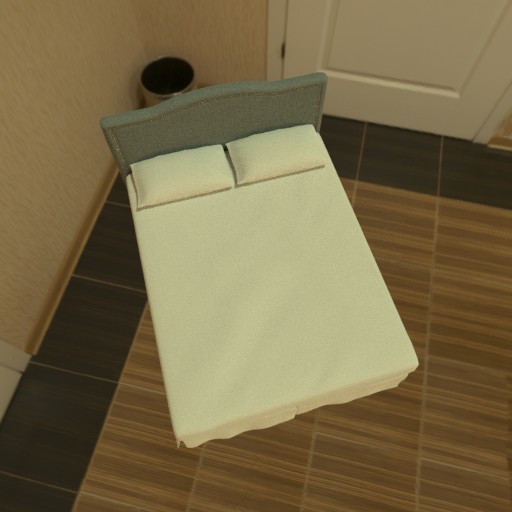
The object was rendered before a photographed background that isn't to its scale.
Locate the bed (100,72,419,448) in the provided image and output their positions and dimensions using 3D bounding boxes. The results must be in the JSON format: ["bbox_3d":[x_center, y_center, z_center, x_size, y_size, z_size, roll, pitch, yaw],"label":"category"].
[{"bbox_3d":[0.000,0.000,3.917,2.161,1.457,2.689,-14,65,-7],"label":"bed"}]
